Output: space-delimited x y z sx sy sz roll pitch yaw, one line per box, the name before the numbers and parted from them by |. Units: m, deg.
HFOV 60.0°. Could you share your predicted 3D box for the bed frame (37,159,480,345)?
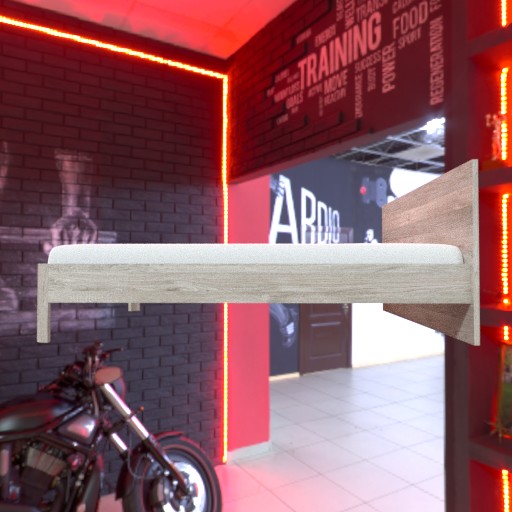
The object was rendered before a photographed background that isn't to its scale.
bed frame | 0.000 0.000 2.671 1.950 0.800 1.490 0 -1 1
